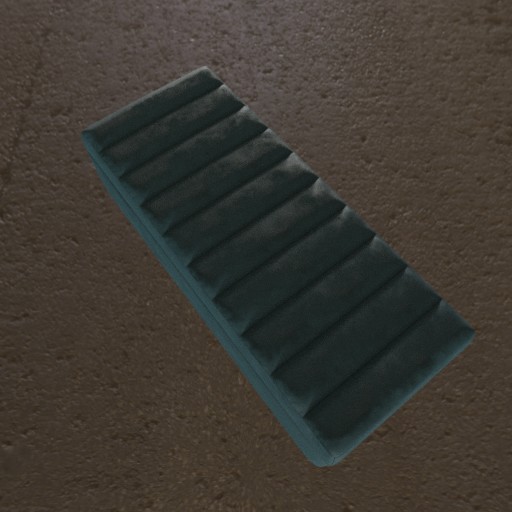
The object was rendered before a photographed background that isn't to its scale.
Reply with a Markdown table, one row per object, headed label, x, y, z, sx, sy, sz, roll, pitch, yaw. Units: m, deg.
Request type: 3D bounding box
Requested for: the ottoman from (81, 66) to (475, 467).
| label | x | y | z | sx | sy | sz | roll | pitch | yaw |
| --- | --- | --- | --- | --- | --- | --- | --- | --- | --- |
| ottoman | 0.000 | 0.000 | 1.374 | 0.482 | 0.469 | 1.151 | -35 | 69 | -15 |
